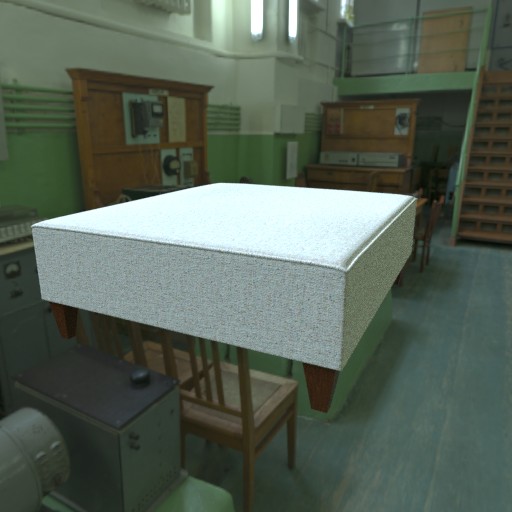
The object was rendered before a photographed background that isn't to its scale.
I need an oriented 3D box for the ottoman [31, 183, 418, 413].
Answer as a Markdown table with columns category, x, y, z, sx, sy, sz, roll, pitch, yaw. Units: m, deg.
| category | x | y | z | sx | sy | sz | roll | pitch | yaw |
| --- | --- | --- | --- | --- | --- | --- | --- | --- | --- |
| ottoman | 0.000 | 0.000 | 1.244 | 0.736 | 0.303 | 0.835 | 8 | 18 | 25 |
